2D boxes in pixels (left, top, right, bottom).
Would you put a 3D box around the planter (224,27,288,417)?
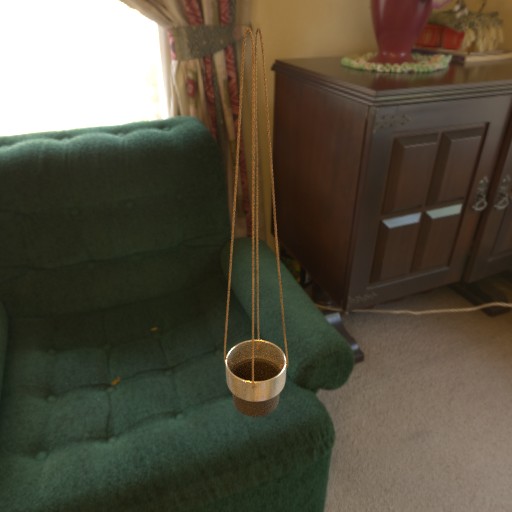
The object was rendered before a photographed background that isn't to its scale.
[{"bbox_3d":[0.000,0.000,1.170,0.187,1.073,0.187,-23,37,-33],"label":"planter"}]
